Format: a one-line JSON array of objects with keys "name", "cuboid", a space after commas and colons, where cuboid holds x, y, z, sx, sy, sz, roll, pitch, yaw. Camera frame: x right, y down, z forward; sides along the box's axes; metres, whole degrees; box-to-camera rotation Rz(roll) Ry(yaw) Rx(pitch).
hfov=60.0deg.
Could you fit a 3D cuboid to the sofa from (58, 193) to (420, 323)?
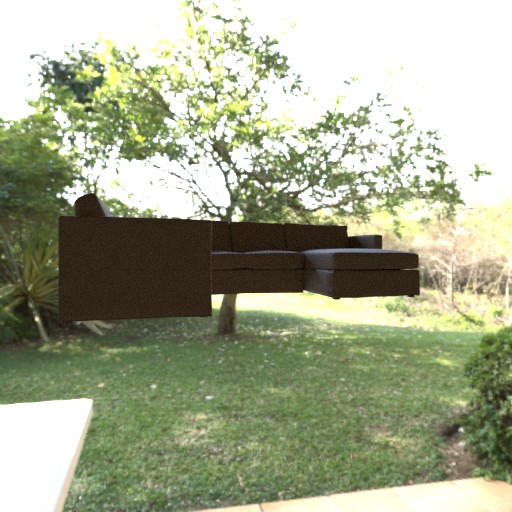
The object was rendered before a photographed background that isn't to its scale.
[{"name": "sofa", "cuboid": [0.000, 0.000, 4.511, 3.460, 0.882, 2.427, 0, 0, -18]}]
